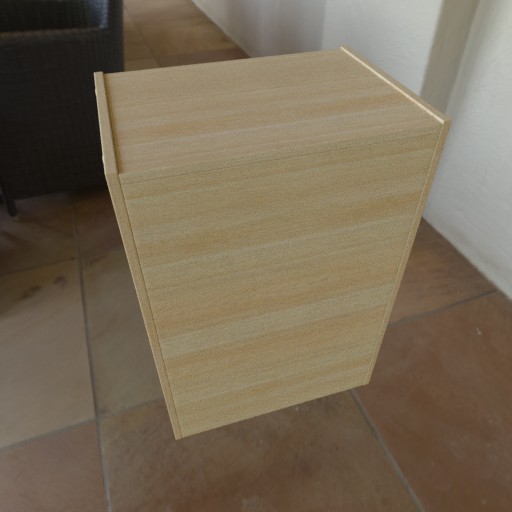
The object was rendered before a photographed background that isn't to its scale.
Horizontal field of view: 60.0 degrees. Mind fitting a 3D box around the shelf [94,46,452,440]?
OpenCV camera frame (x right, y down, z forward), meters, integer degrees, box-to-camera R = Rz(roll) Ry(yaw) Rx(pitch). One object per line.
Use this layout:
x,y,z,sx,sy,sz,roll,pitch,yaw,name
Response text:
0.000,0.000,0.796,0.414,0.592,0.290,-12,44,-13,shelf
